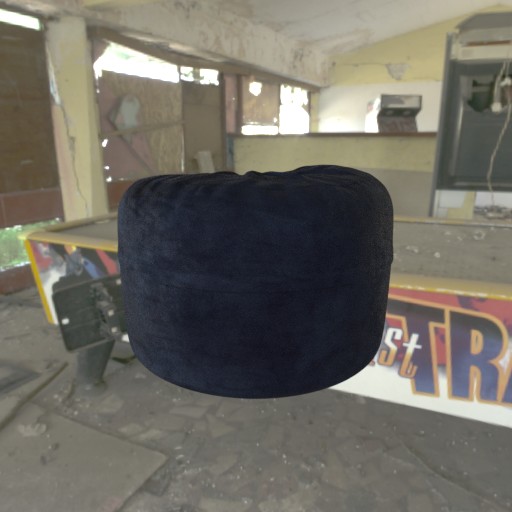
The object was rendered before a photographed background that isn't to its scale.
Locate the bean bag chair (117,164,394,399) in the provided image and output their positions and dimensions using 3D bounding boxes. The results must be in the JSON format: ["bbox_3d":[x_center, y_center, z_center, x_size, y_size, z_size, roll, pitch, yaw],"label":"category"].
[{"bbox_3d":[0.000,0.000,1.548,0.918,0.616,0.918,0,15,0],"label":"bean bag chair"}]
